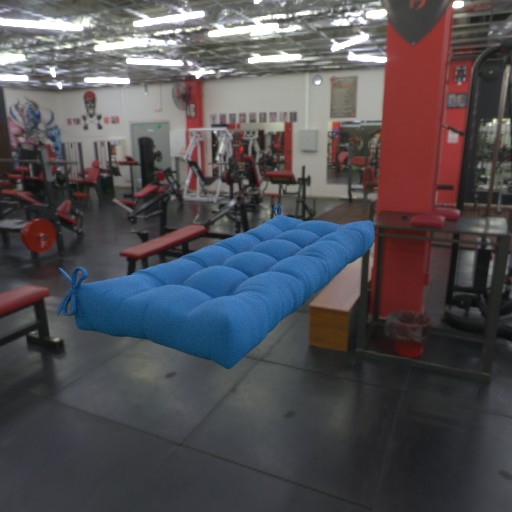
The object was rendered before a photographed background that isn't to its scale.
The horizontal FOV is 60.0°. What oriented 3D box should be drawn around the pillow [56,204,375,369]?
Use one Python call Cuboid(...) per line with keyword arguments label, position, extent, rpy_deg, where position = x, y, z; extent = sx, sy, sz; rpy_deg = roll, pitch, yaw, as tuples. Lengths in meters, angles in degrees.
Cuboid(label="pillow", position=(0.000, 0.000, 1.417), extent=(0.511, 0.174, 1.194), rpy_deg=(8, 17, 27))
